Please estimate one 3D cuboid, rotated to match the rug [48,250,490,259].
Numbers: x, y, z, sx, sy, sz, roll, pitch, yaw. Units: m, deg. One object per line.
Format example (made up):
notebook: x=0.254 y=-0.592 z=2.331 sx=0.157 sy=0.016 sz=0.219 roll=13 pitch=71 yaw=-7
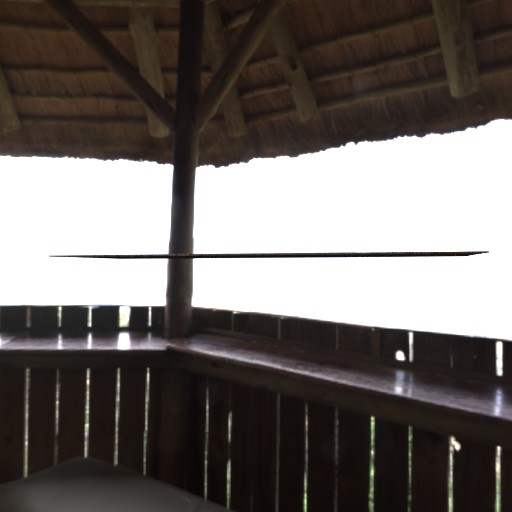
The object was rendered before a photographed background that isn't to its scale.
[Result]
rug: x=0.000 y=0.000 z=2.705 sx=2.435 sy=0.011 sz=0.750 roll=0 pitch=-2 yaw=17
